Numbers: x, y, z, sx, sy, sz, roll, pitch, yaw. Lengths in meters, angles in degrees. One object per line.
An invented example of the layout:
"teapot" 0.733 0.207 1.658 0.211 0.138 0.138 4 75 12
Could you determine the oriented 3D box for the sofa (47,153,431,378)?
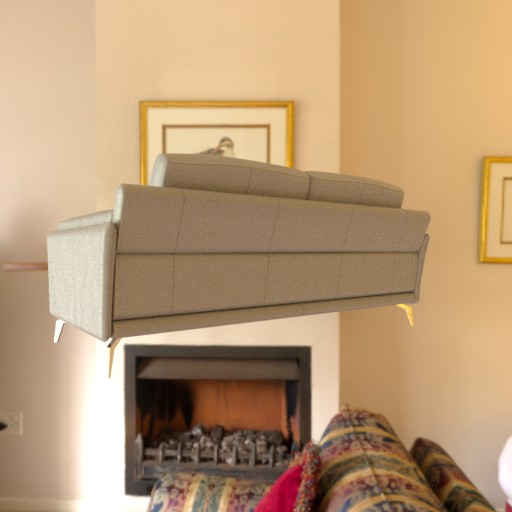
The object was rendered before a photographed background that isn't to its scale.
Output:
"sofa" 0.000 0.000 2.637 2.101 0.930 1.049 -1 1 -37
